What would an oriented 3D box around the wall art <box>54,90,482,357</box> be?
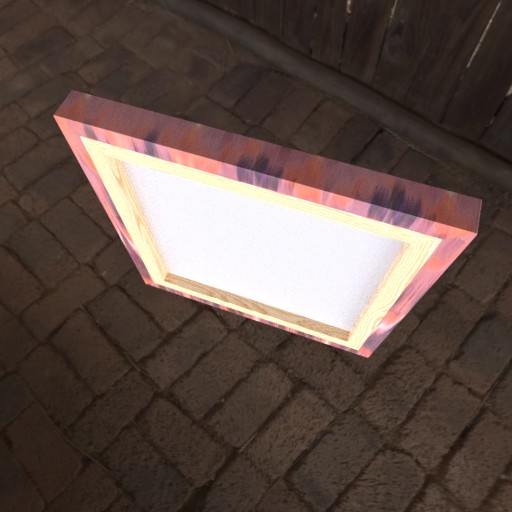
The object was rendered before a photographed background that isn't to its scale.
[{"bbox_3d":[0.000,0.000,0.587,0.403,0.406,0.038,17,64,9],"label":"wall art"}]
